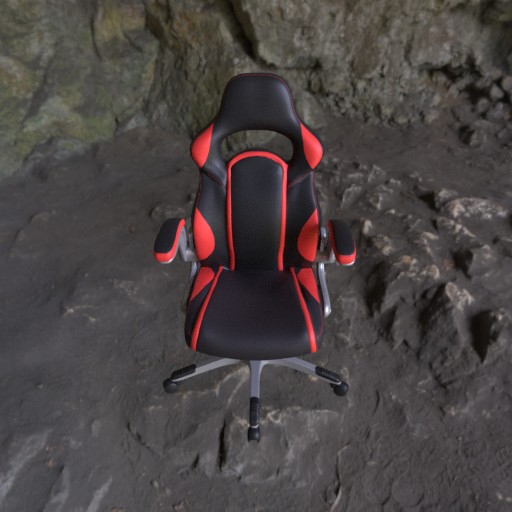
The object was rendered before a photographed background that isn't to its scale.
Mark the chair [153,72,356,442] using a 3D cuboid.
[{"bbox_3d":[0.000,0.000,1.612,0.758,1.165,0.712,1,30,1],"label":"chair"}]
